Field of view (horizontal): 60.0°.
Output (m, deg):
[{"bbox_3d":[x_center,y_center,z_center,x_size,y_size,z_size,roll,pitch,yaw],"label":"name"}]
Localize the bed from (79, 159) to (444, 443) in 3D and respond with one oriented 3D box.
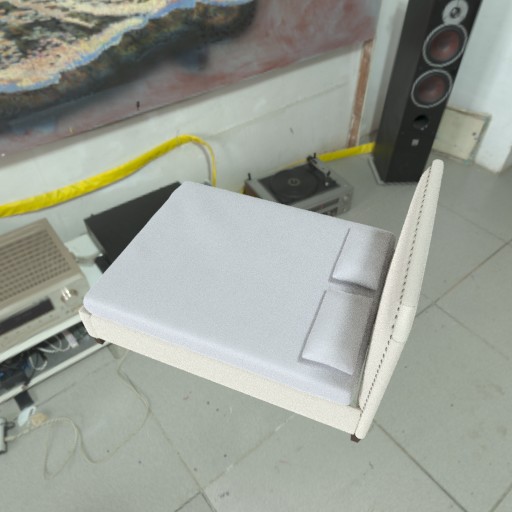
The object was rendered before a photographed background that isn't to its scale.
[{"bbox_3d":[0.000,0.000,3.526,2.372,1.497,1.712,16,48,15],"label":"bed"}]
